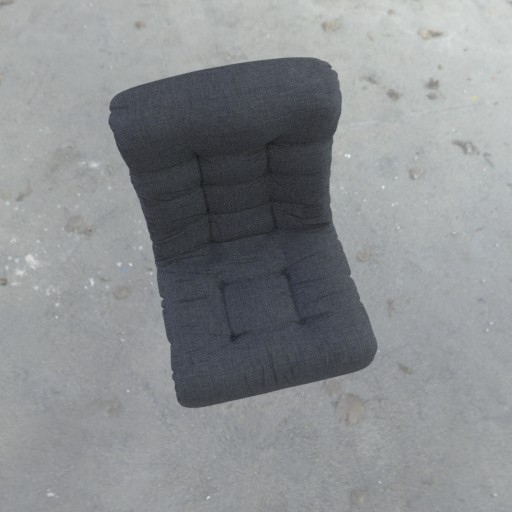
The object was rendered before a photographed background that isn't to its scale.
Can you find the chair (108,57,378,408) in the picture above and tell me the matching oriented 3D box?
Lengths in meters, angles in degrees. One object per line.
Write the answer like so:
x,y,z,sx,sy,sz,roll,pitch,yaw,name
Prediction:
0.000,0.000,1.225,0.597,0.749,0.668,-12,65,-6,chair
